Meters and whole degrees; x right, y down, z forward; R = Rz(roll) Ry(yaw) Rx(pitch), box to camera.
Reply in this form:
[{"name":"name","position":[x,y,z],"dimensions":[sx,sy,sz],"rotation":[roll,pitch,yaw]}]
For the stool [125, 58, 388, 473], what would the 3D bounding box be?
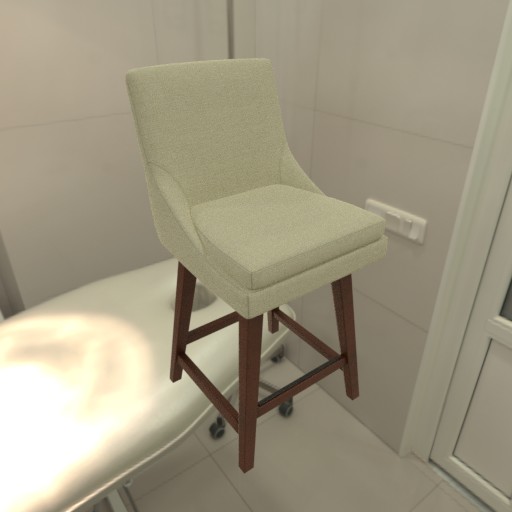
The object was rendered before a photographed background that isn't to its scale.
[{"name":"stool","position":[0.000,0.000,1.277],"dimensions":[0.469,0.991,0.559],"rotation":[-20,35,-31]}]
